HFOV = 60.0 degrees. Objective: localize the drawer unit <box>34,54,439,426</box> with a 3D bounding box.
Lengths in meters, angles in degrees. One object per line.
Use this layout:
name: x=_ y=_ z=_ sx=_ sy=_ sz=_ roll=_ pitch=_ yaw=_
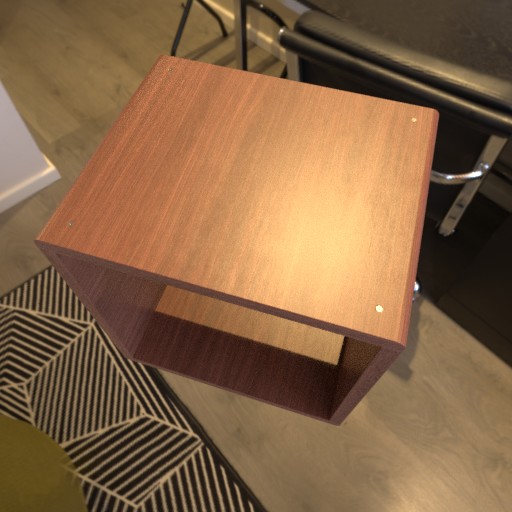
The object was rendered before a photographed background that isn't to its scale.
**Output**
drawer unit: x=0.000 y=0.000 z=0.607 sx=0.349 sy=0.351 sz=0.290 roll=15 pitch=60 yaw=9
